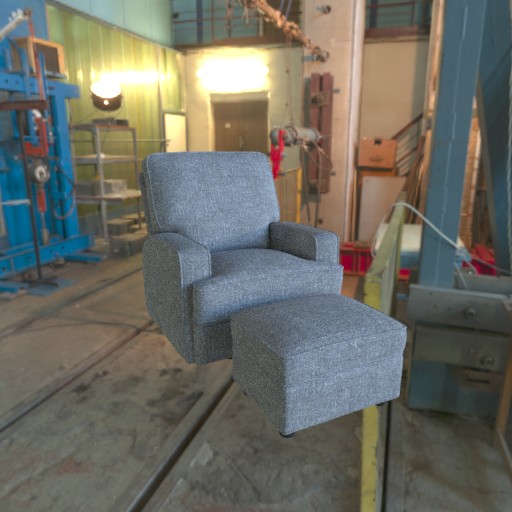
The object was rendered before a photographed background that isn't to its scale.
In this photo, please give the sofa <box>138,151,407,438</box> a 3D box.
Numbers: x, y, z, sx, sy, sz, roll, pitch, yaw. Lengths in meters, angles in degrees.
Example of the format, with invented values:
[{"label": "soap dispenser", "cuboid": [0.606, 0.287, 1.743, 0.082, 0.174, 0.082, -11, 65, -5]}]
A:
[{"label": "sofa", "cuboid": [0.000, 0.000, 2.129, 0.861, 0.959, 1.472, -7, 16, -26]}]
